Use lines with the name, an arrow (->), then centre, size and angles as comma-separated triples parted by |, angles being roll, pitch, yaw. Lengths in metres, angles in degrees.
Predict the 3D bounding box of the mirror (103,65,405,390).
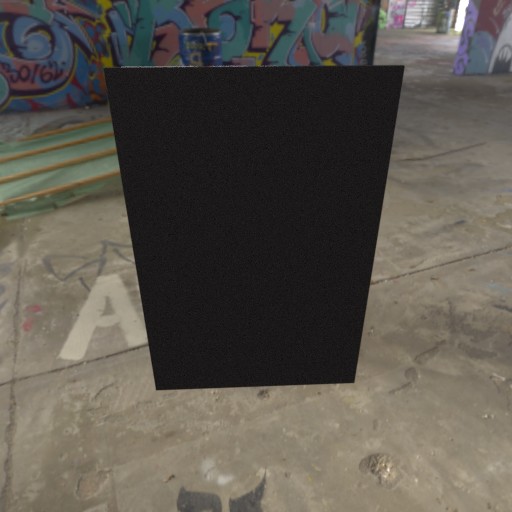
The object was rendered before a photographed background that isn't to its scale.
mirror -> 0.000, 0.000, 1.147 | 0.613, 0.914, 0.039 | -1, 31, -2
